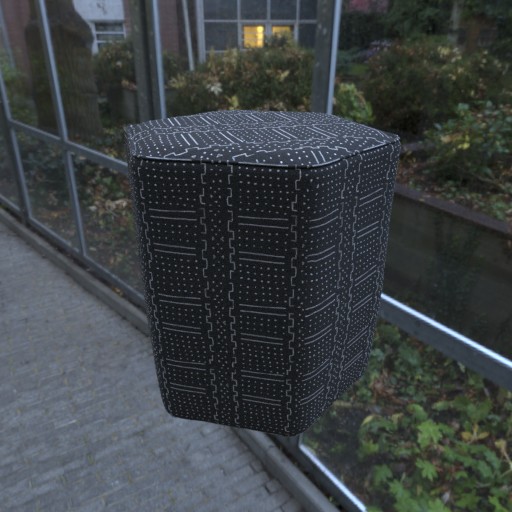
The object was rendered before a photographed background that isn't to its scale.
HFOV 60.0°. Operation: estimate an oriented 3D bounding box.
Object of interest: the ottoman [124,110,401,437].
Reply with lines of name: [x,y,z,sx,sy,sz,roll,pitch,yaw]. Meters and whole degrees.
ottoman: [0.000,0.000,0.875,0.443,0.502,0.494,-8,27,-16]
